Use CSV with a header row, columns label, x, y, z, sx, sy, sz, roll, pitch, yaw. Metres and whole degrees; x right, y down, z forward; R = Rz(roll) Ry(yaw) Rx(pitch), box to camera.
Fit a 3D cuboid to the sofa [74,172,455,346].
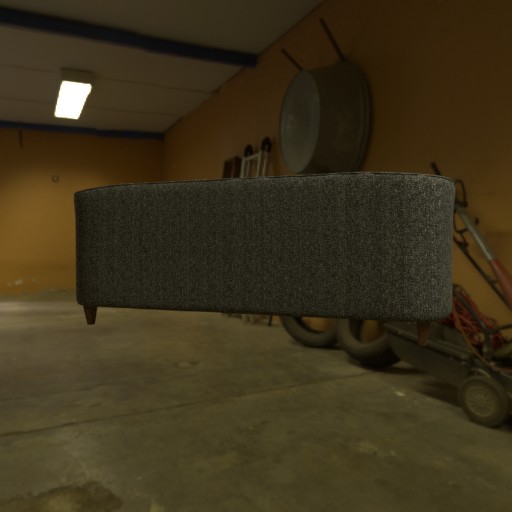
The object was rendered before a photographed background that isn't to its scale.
label,x,y,z,sx,sy,sz,roll,pitch,yaw
sofa,0.000,0.000,2.806,2.278,0.855,0.941,0,1,18
